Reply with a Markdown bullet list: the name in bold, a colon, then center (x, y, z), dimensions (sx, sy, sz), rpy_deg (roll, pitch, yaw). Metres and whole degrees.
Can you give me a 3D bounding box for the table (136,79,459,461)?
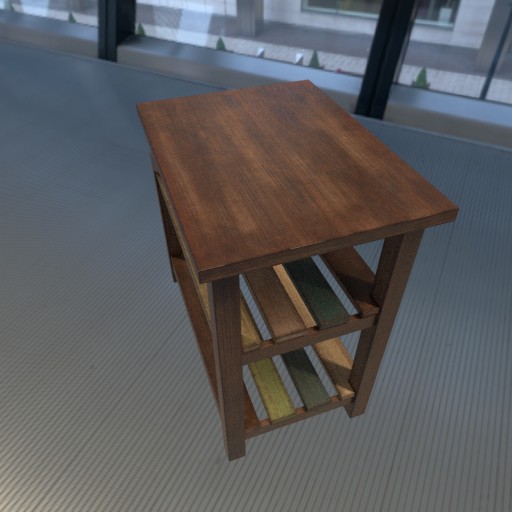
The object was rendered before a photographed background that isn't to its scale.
- **table**: center (0.000, 0.000, 0.950), dimensions (0.356, 0.584, 0.609), rpy_deg (-14, 44, -14)
